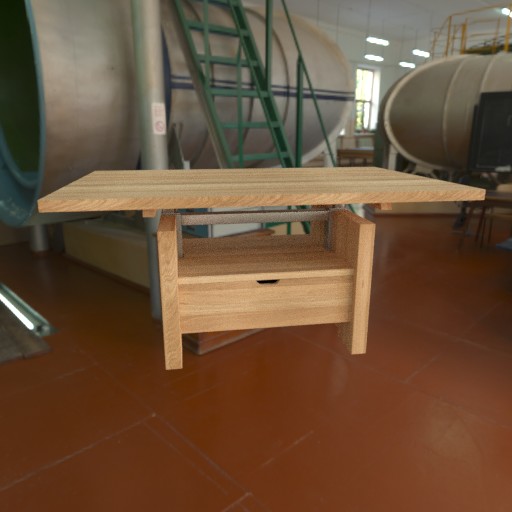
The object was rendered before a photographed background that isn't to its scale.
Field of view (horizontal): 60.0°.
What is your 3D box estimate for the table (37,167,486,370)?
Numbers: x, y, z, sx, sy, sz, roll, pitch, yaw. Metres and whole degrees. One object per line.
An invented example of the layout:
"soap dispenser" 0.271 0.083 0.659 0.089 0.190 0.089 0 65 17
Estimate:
"table" 0.000 0.000 1.472 1.100 0.510 0.700 -3 16 -9
